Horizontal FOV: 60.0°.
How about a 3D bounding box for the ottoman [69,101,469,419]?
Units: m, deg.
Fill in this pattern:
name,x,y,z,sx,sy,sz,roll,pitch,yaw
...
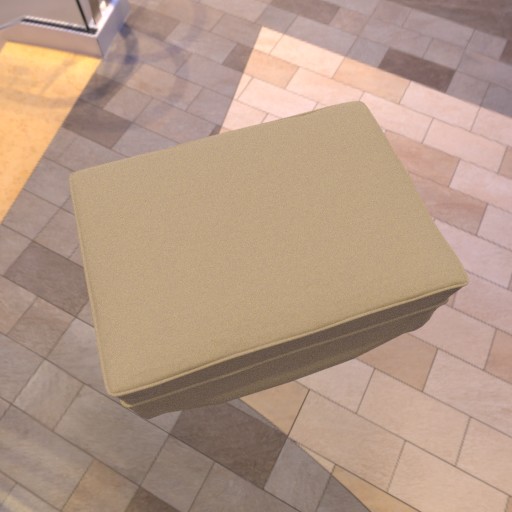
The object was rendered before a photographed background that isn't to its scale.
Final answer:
name,x,y,z,sx,sy,sz,roll,pitch,yaw
ottoman,0.000,0.000,1.333,0.944,0.479,0.703,-16,65,-8
